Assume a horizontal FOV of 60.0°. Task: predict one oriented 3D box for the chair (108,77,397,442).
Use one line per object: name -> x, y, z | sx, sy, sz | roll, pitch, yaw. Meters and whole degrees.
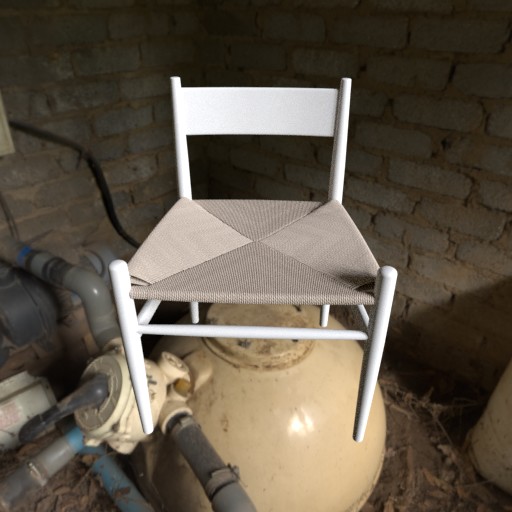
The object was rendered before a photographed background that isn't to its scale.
chair -> 0.000, 0.000, 1.100 | 0.556, 0.762, 0.495 | 1, 31, 2
